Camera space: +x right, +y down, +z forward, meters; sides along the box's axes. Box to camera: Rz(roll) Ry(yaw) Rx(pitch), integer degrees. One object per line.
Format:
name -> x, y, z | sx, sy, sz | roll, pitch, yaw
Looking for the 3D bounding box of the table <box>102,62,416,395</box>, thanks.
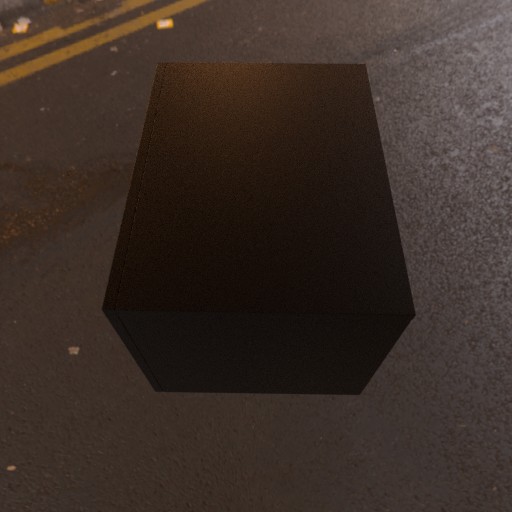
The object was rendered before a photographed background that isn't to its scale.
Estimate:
table -> 0.000, 0.000, 0.998 | 0.441, 0.584, 0.564 | 1, 57, 0
